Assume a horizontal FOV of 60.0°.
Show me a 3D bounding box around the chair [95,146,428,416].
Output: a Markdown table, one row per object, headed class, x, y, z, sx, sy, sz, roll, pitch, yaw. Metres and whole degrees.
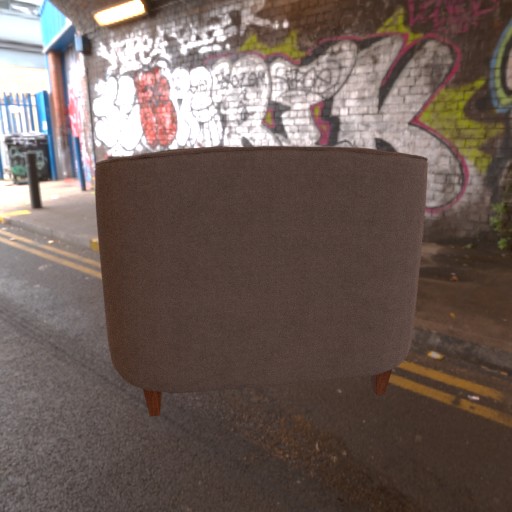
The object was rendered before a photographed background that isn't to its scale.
| class | x | y | z | sx | sy | sz | roll | pitch | yaw |
| --- | --- | --- | --- | --- | --- | --- | --- | --- | --- |
| chair | 0.000 | 0.000 | 1.748 | 1.104 | 0.852 | 0.941 | -2 | 15 | -9 |
